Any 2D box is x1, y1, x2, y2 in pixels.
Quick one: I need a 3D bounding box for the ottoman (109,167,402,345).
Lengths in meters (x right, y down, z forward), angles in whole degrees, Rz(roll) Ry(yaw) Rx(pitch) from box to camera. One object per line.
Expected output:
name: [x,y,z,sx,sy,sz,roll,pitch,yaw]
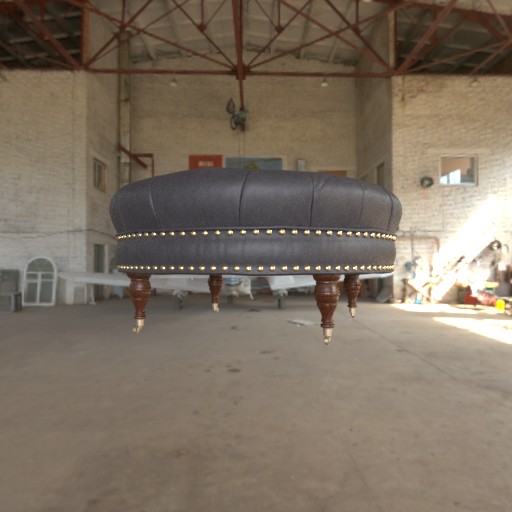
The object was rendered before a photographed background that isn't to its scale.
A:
ottoman: [0.000,0.000,1.420,0.901,0.439,0.901,0,-1,0]
